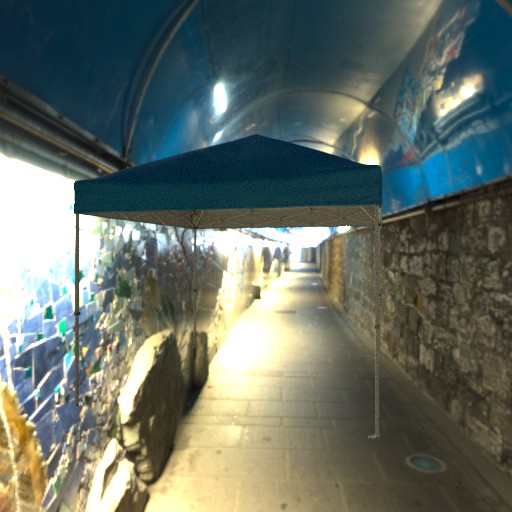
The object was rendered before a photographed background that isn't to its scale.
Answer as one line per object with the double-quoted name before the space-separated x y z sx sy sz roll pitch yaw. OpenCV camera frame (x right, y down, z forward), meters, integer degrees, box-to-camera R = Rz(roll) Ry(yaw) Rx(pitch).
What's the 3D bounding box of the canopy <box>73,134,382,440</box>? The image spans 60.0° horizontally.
"canopy" 0.000 0.000 5.464 2.996 2.997 2.998 0 0 16
